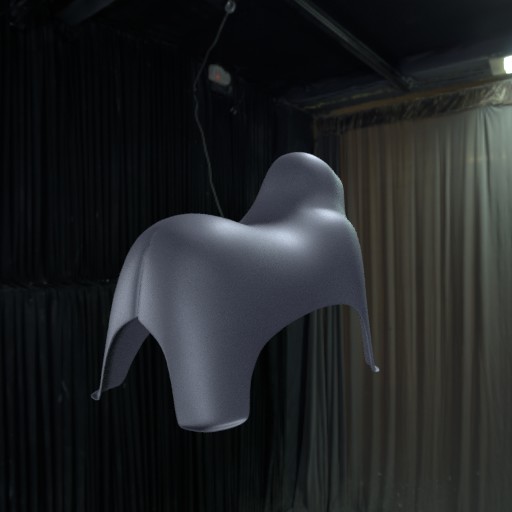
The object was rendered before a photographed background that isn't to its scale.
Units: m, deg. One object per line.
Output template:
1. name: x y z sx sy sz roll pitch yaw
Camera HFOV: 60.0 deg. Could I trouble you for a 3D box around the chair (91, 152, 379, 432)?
1. chair: 0.000 0.000 1.135 0.490 0.600 0.758 0 -1 37
